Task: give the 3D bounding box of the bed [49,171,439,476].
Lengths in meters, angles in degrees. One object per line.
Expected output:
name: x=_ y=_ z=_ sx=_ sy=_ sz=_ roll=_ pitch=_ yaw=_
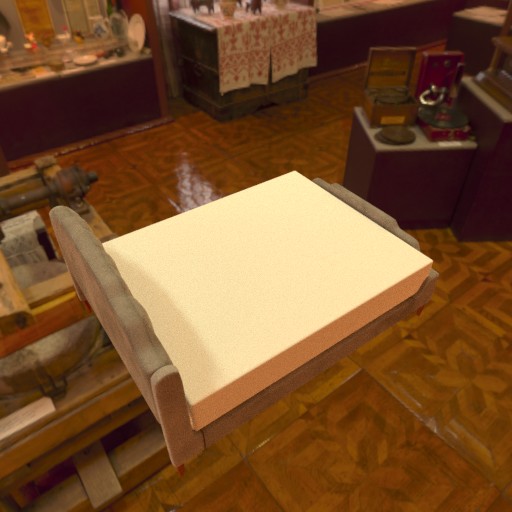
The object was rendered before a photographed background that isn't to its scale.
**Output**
bed: x=0.000 y=0.000 z=3.294 sx=2.340 sy=1.245 sz=1.676 roll=-25 pitch=47 yaw=-26
